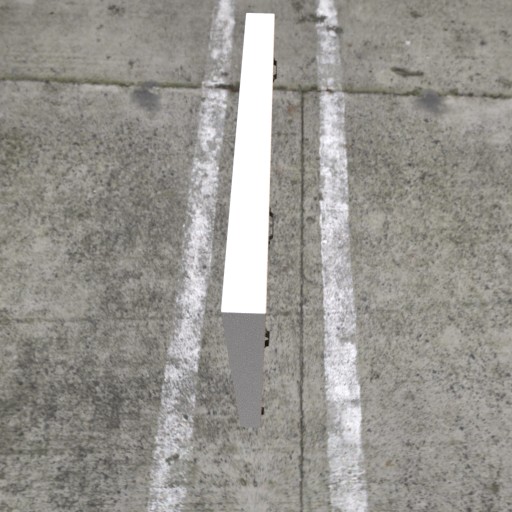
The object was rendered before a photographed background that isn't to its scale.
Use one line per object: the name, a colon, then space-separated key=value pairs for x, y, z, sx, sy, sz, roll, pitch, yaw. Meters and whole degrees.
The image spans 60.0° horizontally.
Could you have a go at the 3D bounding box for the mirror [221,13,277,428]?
mirror: x=0.000 y=0.000 z=0.670 sx=0.041 sy=0.508 sz=0.405 roll=2 pitch=59 yaw=1
